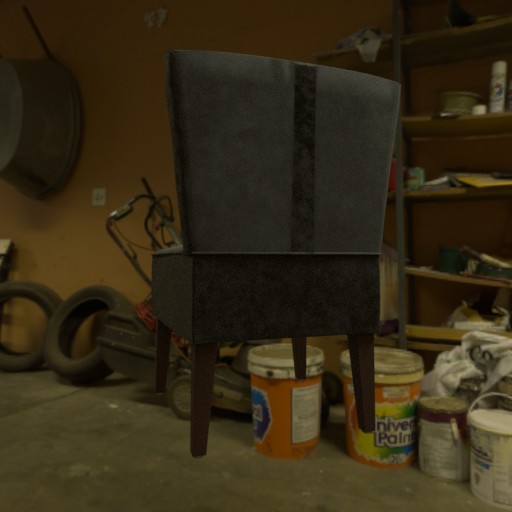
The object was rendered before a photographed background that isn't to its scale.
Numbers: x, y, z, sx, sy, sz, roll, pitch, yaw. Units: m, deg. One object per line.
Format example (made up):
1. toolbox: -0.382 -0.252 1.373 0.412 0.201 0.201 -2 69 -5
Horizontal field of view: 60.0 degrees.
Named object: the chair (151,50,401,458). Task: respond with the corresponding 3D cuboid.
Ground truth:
1. chair: 0.000 0.000 1.158 0.521 0.806 0.554 0 0 -18
